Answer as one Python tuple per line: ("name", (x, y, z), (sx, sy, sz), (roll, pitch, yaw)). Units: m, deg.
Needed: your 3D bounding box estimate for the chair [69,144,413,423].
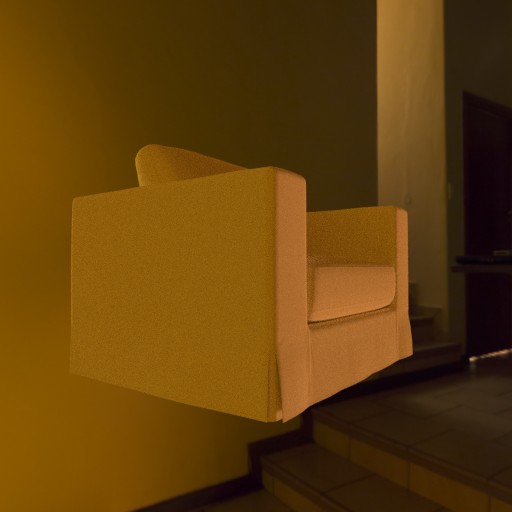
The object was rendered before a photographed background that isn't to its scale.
("chair", (0.000, 0.000, 1.848), (0.957, 0.878, 1.150), (-1, -2, 36))
